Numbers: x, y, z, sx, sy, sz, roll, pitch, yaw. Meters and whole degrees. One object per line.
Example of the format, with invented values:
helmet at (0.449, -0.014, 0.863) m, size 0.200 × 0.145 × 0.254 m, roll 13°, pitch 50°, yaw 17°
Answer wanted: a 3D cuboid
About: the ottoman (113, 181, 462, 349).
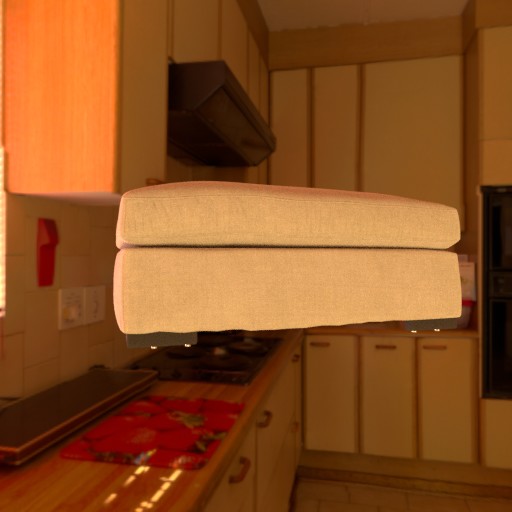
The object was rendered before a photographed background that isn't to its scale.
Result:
ottoman at (0.000, 0.000, 1.913) m, size 1.171 × 0.517 × 1.203 m, roll 0°, pitch 0°, yaw -18°
